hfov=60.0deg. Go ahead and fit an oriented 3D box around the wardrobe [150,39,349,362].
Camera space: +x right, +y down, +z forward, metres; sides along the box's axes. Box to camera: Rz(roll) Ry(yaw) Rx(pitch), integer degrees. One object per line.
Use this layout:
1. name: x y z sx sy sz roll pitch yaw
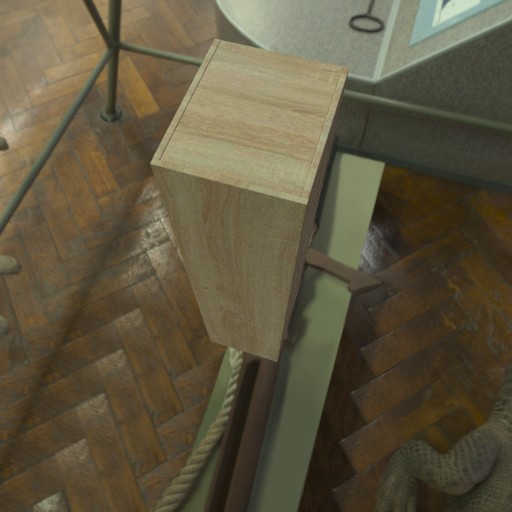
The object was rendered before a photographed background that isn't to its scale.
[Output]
1. wardrobe: 0.000 0.000 2.393 0.496 2.117 0.588 16 65 8
